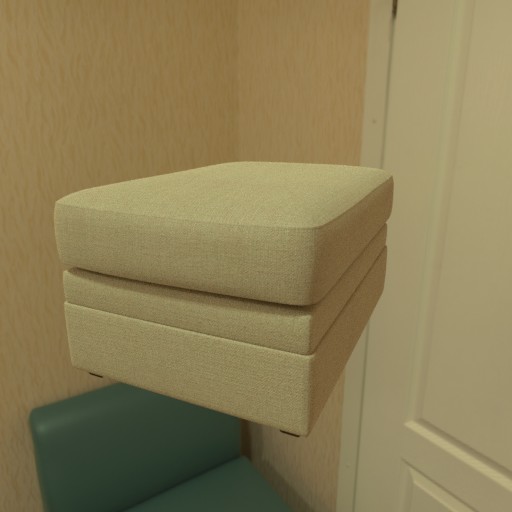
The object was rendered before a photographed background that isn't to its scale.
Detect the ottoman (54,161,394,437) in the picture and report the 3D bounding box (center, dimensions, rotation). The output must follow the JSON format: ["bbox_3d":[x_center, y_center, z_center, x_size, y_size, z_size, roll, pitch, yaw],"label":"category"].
[{"bbox_3d":[0.000,0.000,1.268,0.637,0.478,0.885,8,19,24],"label":"ottoman"}]
